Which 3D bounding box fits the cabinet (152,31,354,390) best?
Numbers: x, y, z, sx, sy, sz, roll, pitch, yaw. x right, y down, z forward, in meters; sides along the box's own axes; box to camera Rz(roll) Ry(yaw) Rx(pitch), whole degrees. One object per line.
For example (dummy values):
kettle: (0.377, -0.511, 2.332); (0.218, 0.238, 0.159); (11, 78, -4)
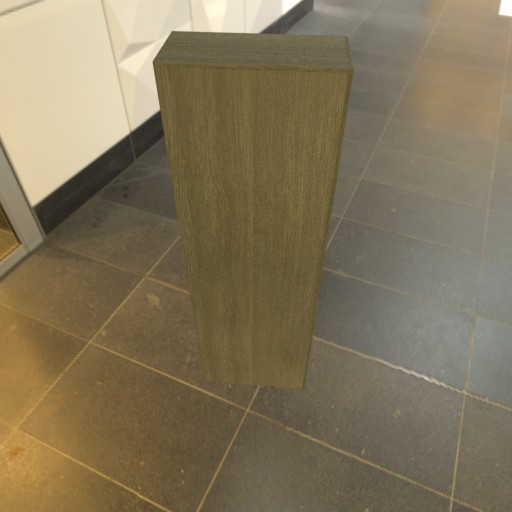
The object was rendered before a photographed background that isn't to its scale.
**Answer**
cabinet: (0.000, 0.000, 1.800); (0.520, 1.630, 0.255); (3, 45, 3)
